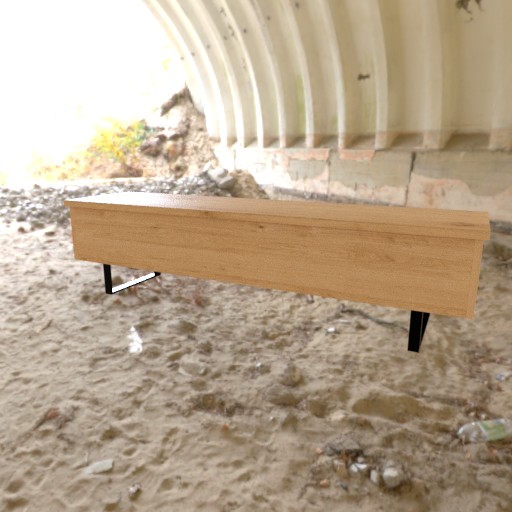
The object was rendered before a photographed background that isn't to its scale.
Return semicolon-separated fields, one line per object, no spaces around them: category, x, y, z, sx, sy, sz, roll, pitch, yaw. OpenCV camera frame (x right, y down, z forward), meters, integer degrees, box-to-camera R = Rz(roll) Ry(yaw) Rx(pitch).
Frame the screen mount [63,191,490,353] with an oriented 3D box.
screen mount;0.000;0.000;1.865;1.700;0.430;0.450;7;15;25
